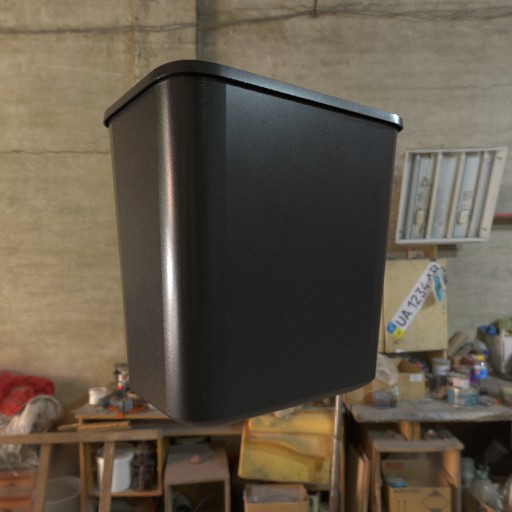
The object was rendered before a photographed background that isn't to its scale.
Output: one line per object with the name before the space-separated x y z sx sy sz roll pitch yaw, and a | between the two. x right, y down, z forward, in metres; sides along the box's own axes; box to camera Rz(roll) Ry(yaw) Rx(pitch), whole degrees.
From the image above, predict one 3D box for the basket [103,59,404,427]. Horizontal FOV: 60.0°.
basket | 0.000 0.000 0.501 0.300 0.307 0.211 0 0 -36
